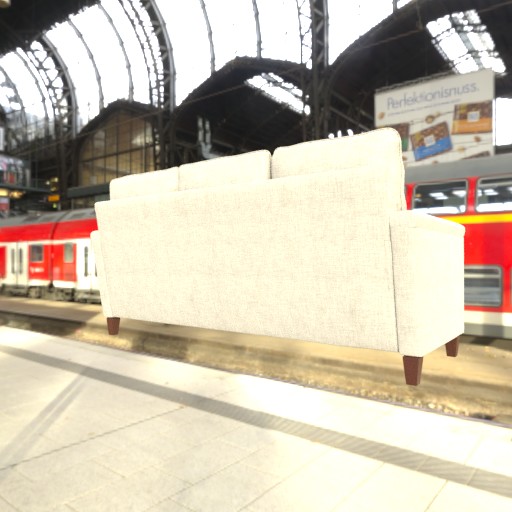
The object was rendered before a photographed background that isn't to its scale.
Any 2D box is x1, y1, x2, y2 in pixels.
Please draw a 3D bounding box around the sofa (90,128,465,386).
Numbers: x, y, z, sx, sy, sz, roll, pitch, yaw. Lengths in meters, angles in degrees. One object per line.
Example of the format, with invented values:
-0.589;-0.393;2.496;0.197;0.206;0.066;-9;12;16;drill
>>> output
0.000;0.000;2.378;1.925;0.959;0.828;0;-1;37;sofa
